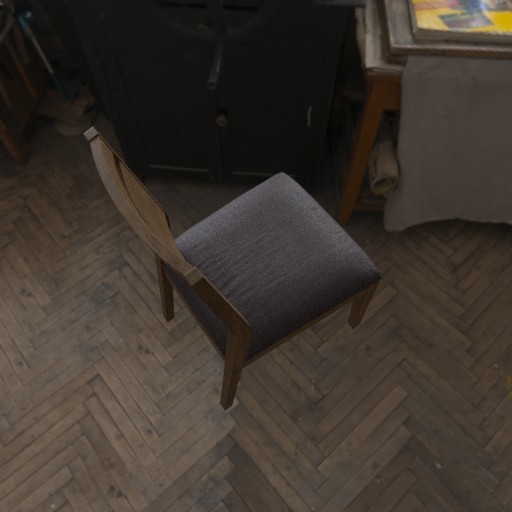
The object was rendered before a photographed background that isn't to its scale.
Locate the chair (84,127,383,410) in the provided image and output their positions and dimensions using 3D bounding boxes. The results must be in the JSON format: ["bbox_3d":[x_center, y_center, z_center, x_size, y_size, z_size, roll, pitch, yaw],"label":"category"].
[{"bbox_3d":[0.000,0.000,1.287,0.610,0.939,0.501,-31,64,-17],"label":"chair"}]
